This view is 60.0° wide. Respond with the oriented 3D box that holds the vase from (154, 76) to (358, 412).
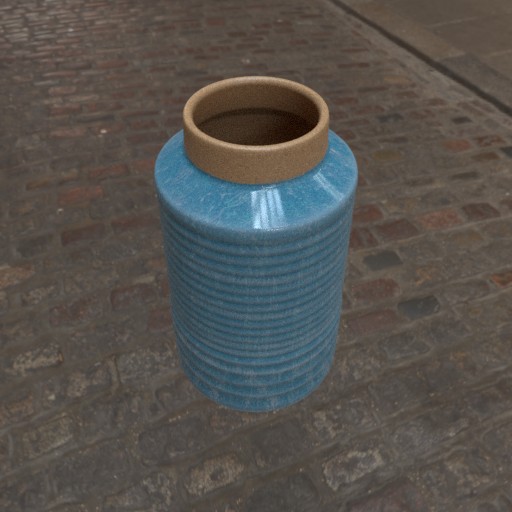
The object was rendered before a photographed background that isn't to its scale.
[{"bbox_3d":[0.000,0.000,0.371,0.163,0.267,0.163,0,47,0],"label":"vase"}]
